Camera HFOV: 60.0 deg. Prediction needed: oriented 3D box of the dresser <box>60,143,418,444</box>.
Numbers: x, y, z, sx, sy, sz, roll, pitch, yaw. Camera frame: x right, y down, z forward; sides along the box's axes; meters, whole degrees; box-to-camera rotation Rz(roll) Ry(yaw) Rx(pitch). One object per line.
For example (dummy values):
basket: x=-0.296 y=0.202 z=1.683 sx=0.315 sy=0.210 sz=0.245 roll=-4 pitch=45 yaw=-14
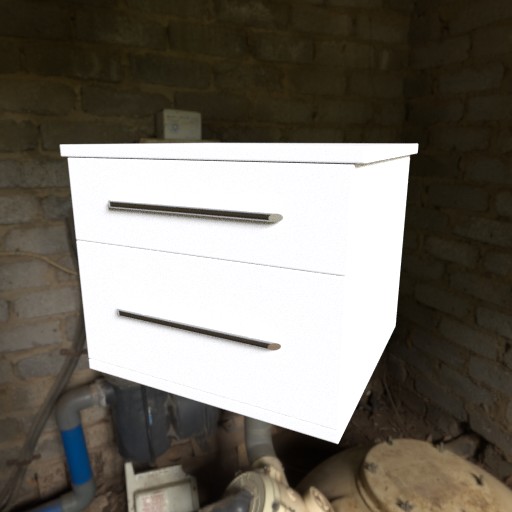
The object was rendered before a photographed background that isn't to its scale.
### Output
dresser: x=0.000 y=0.000 z=0.735 sx=0.430 sy=0.360 sz=0.400 roll=7 pitch=16 yaw=26
